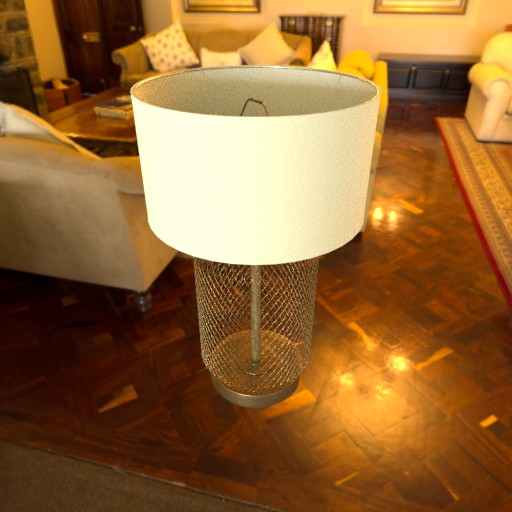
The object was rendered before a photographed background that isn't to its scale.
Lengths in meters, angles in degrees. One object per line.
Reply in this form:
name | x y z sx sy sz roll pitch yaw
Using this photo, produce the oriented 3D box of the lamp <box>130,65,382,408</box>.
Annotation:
lamp | 0.000 0.000 0.789 0.353 0.578 0.353 0 32 0
